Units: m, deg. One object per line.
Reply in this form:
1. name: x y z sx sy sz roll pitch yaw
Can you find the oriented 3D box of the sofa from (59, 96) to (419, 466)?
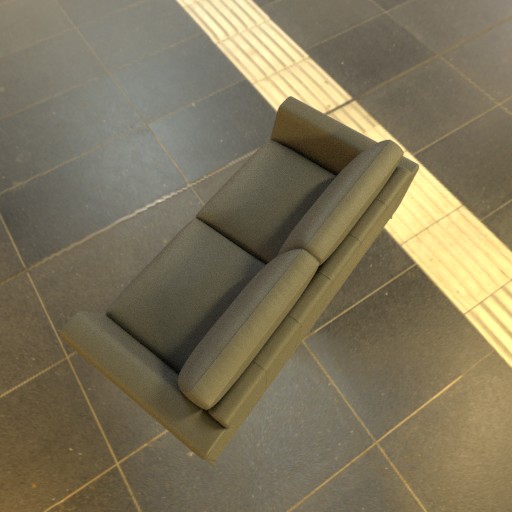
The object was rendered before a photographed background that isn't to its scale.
1. sofa: 0.000 0.000 2.552 0.953 0.875 2.017 34 68 16
